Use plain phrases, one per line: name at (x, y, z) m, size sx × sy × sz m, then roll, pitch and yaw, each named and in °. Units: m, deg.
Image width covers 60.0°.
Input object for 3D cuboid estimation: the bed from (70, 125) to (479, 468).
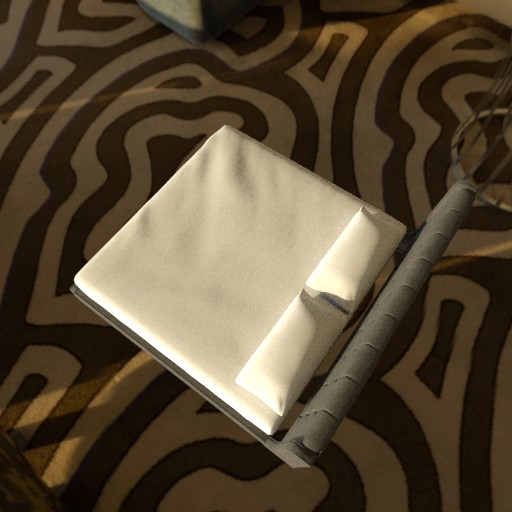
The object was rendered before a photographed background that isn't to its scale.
bed at (0.000, 0.000, 2.526) m, size 1.638 × 0.933 × 1.531 m, roll 33°, pitch 68°, yaw 15°
